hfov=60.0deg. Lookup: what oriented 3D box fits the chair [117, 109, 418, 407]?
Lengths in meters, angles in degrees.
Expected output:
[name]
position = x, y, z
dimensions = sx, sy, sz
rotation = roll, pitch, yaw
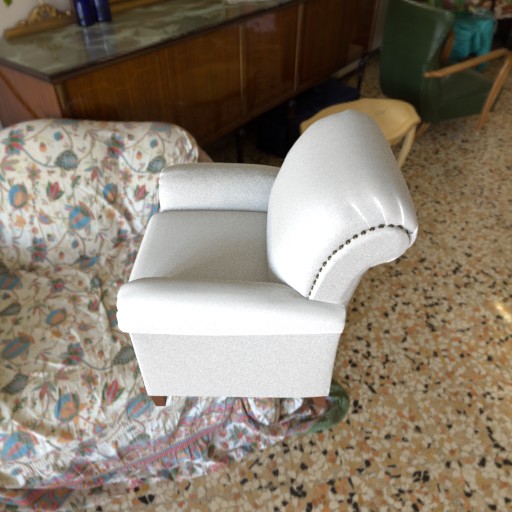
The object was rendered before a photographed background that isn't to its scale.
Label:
[chair]
position = 0.000, 0.000, 1.656
dimensions = 0.890, 0.927, 0.854
rotation = 1, 41, 1
